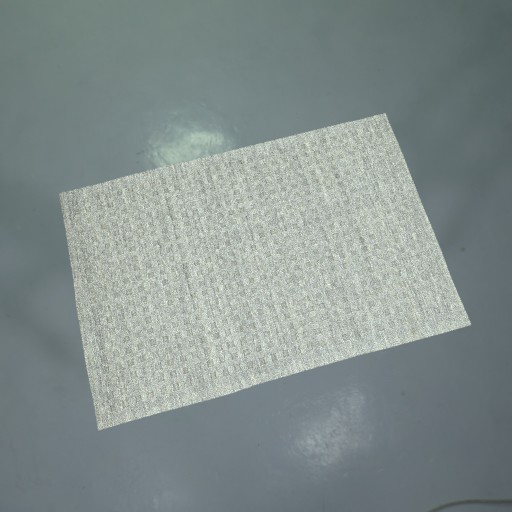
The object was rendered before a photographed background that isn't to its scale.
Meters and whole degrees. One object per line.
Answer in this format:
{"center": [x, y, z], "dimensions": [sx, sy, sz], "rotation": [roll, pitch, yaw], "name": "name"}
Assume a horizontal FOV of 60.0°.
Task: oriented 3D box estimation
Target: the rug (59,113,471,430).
{"center": [0.000, 0.000, 2.816], "dimensions": [2.297, 0.018, 1.532], "rotation": [-15, 75, -4], "name": "rug"}
